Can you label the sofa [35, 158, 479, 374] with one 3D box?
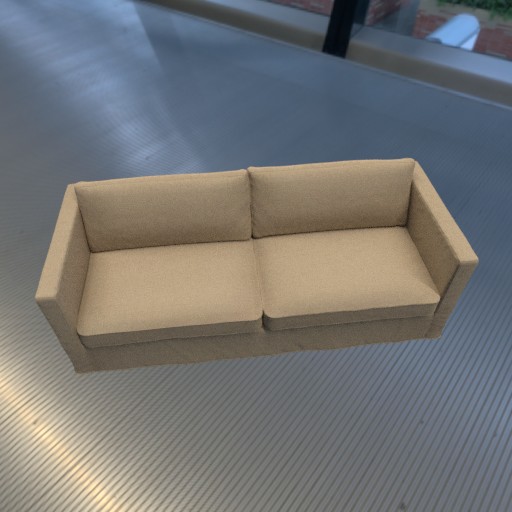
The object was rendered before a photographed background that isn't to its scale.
[{"bbox_3d":[0.000,0.000,2.755,2.312,0.853,0.962,-5,47,-4],"label":"sofa"}]
